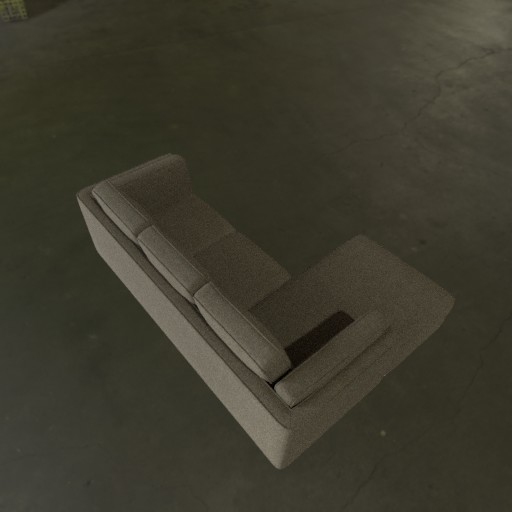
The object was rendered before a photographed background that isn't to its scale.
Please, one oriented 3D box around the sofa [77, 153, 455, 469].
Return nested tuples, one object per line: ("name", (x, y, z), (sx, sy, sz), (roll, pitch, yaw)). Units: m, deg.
("sofa", (0.000, 0.000, 3.238), (1.604, 0.929, 2.411), (-31, 53, -27))
